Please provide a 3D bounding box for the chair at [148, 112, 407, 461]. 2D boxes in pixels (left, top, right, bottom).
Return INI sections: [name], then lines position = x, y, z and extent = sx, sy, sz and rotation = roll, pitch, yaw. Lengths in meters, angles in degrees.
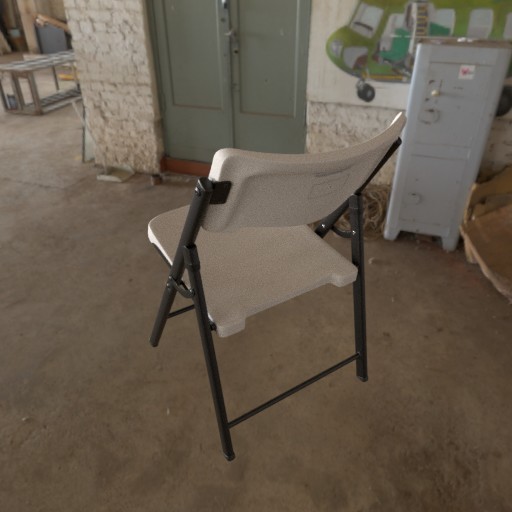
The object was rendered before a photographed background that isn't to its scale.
[chair]
position = 0.000, 0.000, 1.141
extent = 0.482, 0.765, 0.577
rotation = -19, 37, -28
